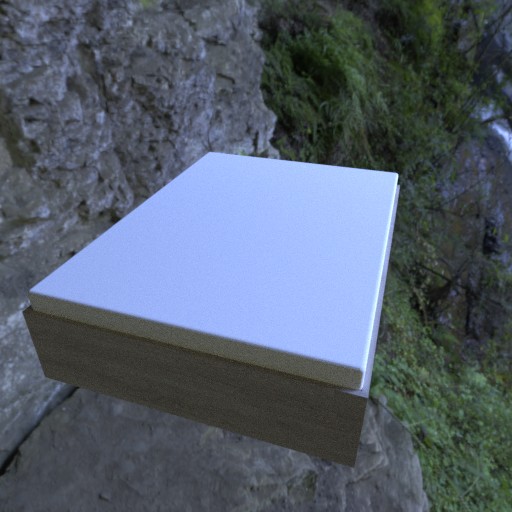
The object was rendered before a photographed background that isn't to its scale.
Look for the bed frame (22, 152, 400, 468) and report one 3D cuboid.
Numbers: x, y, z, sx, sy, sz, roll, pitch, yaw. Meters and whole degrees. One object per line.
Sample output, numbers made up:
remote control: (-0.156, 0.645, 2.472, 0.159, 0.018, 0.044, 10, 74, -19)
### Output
bed frame: (0.000, 0.000, 2.552, 1.448, 0.490, 1.944, 10, 33, 16)
